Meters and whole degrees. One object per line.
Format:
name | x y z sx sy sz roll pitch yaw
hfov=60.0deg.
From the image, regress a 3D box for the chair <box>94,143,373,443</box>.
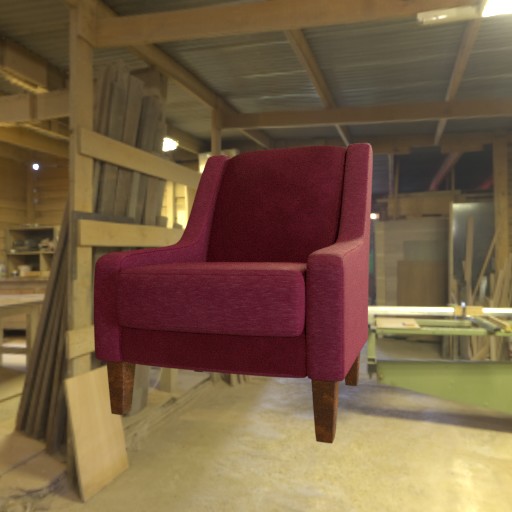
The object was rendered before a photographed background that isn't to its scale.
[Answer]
chair | 0.000 0.000 1.678 0.793 1.017 0.985 0 -1 19
